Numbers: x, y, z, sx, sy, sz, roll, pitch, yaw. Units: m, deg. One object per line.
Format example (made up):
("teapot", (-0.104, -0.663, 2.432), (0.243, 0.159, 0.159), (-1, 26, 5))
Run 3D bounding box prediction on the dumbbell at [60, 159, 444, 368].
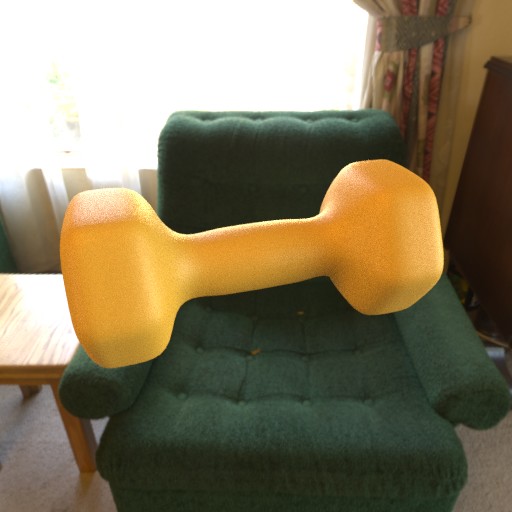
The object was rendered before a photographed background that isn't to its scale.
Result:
("dumbbell", (0.000, 0.000, 0.239), (0.190, 0.082, 0.090), (-8, 32, -13))
